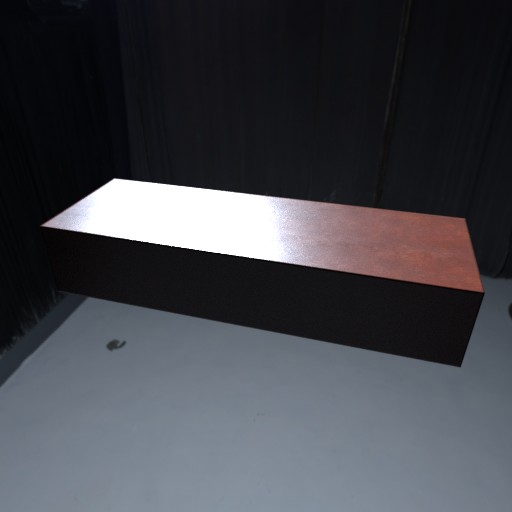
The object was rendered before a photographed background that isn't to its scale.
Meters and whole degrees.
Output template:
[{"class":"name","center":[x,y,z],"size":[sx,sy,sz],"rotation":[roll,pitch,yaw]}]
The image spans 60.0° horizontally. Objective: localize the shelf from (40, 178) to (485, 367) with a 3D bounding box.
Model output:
[{"class":"shelf","center":[0.000,0.000,0.524],"size":[0.457,0.088,0.152],"rotation":[8,32,14]}]
